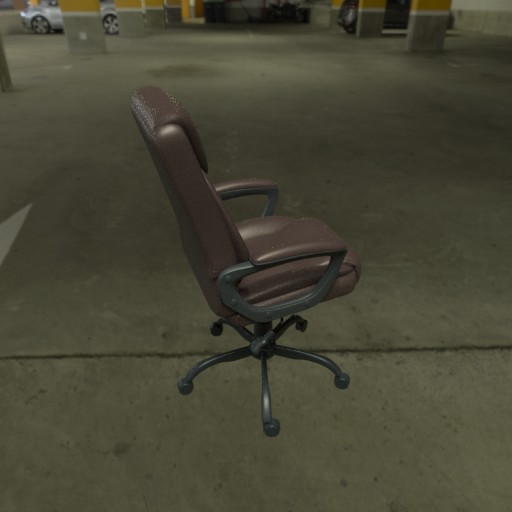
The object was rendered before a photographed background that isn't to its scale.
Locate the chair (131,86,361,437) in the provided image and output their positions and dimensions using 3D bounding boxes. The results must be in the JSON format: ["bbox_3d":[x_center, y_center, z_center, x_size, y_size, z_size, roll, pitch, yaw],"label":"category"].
[{"bbox_3d":[0.000,0.000,1.496,0.655,1.072,0.615,-10,31,-17],"label":"chair"}]
